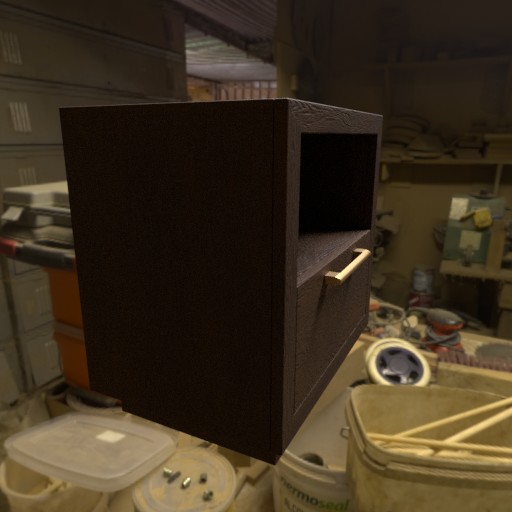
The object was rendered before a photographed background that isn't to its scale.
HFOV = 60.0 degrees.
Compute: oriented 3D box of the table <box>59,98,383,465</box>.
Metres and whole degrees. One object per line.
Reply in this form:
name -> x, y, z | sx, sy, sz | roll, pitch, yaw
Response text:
table -> 0.000, 0.000, 0.944 | 0.439, 0.585, 0.560 | 8, 17, 26
